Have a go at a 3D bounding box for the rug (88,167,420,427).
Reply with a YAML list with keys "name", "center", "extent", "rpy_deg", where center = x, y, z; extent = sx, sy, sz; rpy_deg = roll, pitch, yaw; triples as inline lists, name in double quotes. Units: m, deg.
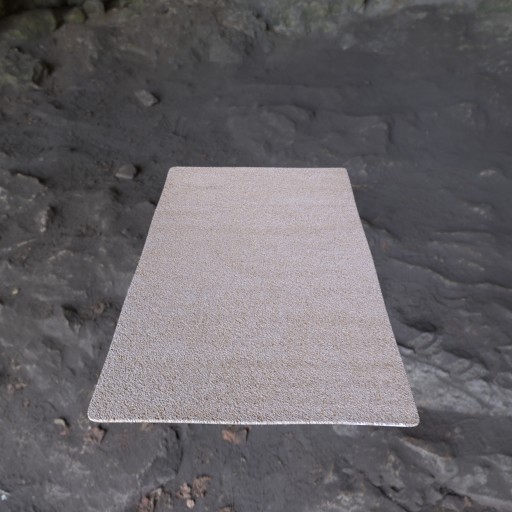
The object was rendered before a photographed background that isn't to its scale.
- name: "rug"
  center: [0.000, 0.000, 2.880]
  extent: [1.500, 0.026, 2.349]
  rpy_deg: [1, 40, 1]
